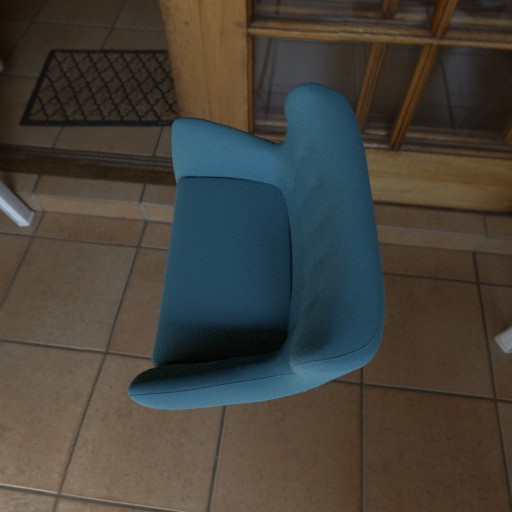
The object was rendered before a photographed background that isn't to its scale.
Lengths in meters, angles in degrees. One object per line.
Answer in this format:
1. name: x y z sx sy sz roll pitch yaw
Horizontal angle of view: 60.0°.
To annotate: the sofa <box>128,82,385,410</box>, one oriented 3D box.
1. sofa: 0.000 0.000 2.004 0.889 0.889 1.397 1 59 1
